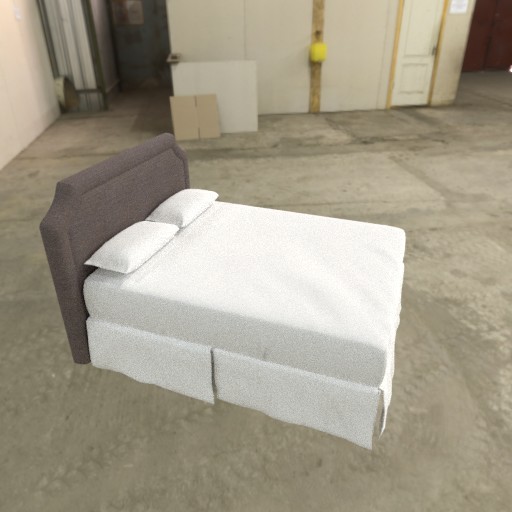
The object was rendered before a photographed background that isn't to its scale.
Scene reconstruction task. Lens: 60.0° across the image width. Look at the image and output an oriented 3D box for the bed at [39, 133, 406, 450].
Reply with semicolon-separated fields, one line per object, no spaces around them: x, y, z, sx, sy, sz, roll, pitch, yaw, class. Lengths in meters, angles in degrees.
0.000;0.000;3.169;2.116;1.290;1.693;10;31;17;bed
